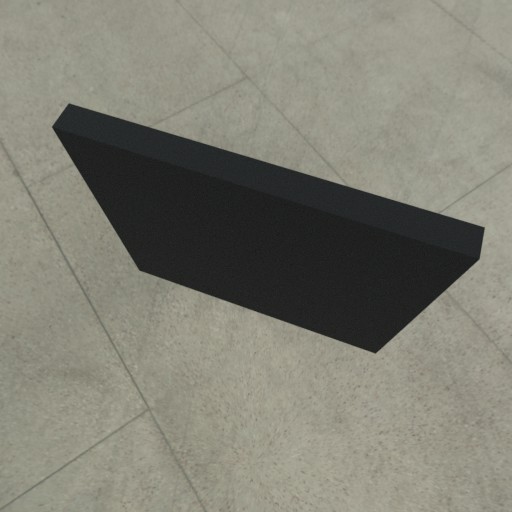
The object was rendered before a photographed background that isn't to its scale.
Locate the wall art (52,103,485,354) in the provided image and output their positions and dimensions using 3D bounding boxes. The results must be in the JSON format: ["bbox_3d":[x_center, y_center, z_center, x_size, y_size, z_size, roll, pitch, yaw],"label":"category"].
[{"bbox_3d":[0.000,0.000,0.527,0.381,0.330,0.031,18,66,8],"label":"wall art"}]
